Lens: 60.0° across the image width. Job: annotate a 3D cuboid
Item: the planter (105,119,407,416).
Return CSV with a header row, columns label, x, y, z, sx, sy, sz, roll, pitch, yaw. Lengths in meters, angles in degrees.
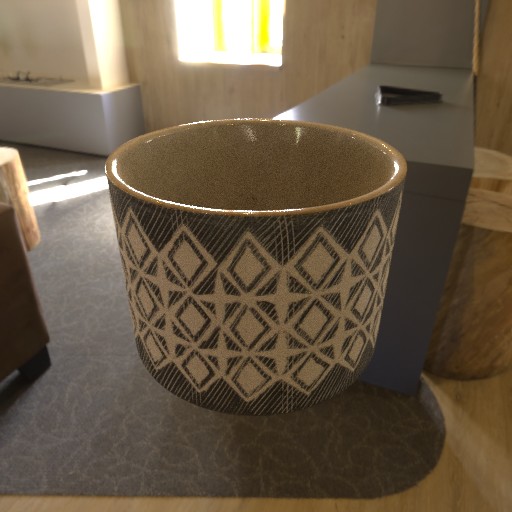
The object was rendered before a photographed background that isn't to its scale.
label,x,y,z,sx,sy,sz,roll,pitch,yaw
planter,0.000,0.000,0.219,0.126,0.104,0.126,0,30,0
